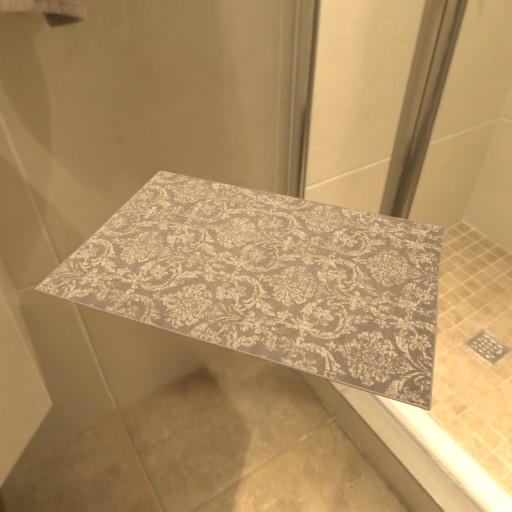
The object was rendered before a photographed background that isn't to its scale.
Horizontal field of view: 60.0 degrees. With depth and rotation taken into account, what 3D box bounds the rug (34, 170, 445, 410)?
[{"bbox_3d":[0.000,0.000,3.479,2.746,0.018,1.819,14,42,15],"label":"rug"}]
